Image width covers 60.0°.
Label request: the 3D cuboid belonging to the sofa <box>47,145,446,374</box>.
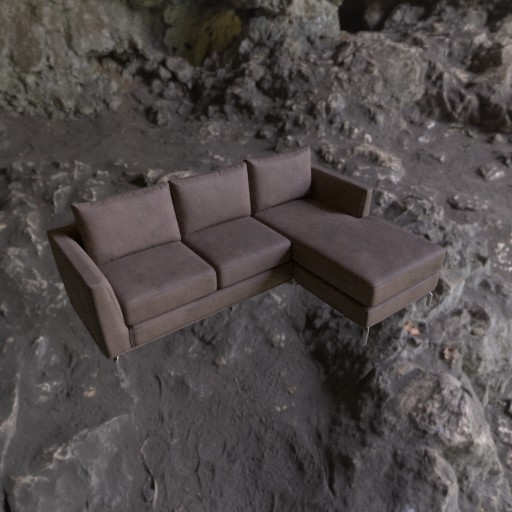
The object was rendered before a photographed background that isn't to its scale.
[{"bbox_3d":[0.000,0.000,3.269,2.438,0.987,1.622,-21,37,-31],"label":"sofa"}]
